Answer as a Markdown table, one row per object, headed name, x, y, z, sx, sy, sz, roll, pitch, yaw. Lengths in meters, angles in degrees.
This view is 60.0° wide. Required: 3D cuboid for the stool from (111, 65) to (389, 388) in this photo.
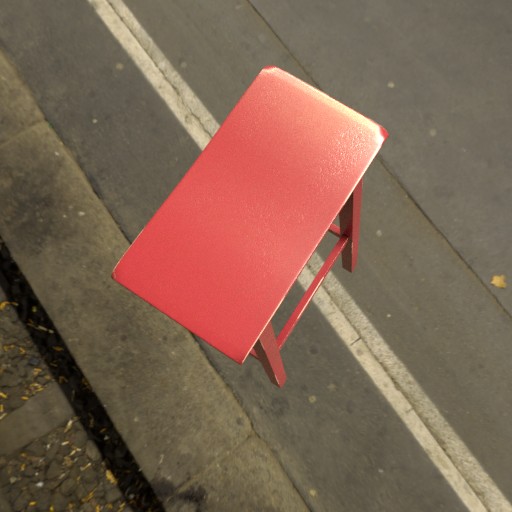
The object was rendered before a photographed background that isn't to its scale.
| name | x | y | z | sx | sy | sz | roll | pitch | yaw |
| --- | --- | --- | --- | --- | --- | --- | --- | --- | --- |
| stool | 0.000 | 0.000 | 1.053 | 0.476 | 0.737 | 0.457 | 32 | 78 | 7 |
